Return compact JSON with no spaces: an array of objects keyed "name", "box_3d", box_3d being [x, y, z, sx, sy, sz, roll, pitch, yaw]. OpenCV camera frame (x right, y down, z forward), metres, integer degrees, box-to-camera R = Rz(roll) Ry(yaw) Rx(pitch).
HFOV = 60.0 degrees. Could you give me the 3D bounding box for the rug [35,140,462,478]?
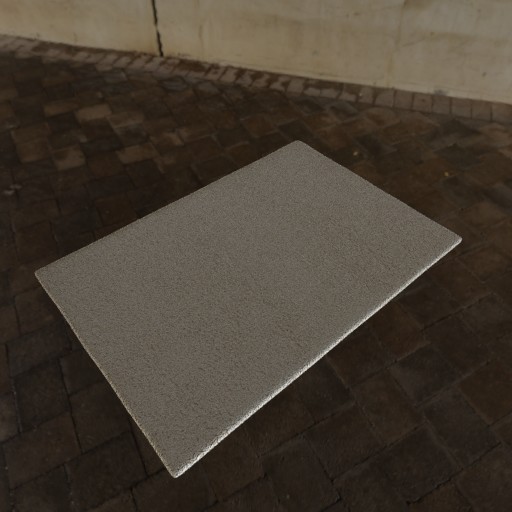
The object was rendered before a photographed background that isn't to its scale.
[{"name":"rug","box_3d":[0.000,0.000,2.219,1.778,0.030,1.219,-32,55,-26]}]
